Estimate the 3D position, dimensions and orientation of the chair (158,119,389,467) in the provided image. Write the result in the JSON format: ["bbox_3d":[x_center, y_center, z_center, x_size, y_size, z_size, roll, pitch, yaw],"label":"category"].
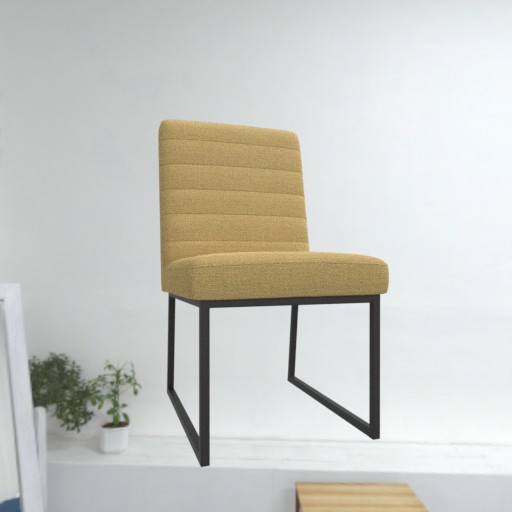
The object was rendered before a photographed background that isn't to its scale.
[{"bbox_3d":[0.000,0.000,1.333,0.520,0.930,0.634,0,0,-19],"label":"chair"}]
